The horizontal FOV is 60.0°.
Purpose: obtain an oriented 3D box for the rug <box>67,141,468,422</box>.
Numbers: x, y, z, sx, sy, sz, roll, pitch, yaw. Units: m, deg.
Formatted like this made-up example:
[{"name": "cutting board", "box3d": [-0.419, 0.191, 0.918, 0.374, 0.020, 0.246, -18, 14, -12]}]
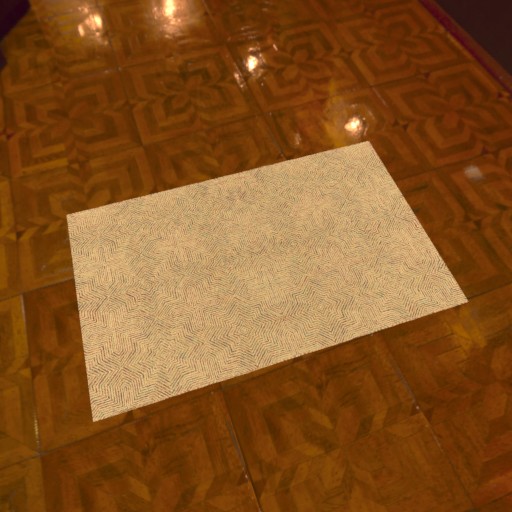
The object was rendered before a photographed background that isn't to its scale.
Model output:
[{"name": "rug", "box3d": [0.000, 0.000, 3.069, 2.428, 0.007, 1.519, -16, 61, -9]}]
